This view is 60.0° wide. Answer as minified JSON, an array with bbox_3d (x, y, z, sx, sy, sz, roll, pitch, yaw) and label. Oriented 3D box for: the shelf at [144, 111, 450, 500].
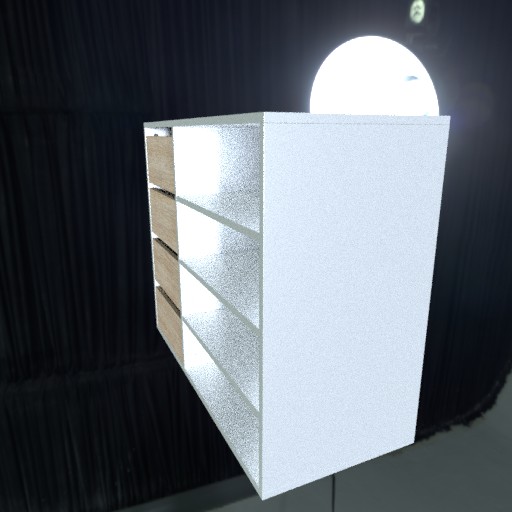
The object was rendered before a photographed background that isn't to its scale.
[{"bbox_3d":[0.000,0.000,1.249,0.396,0.732,0.895,-7,17,-24],"label":"shelf"}]
